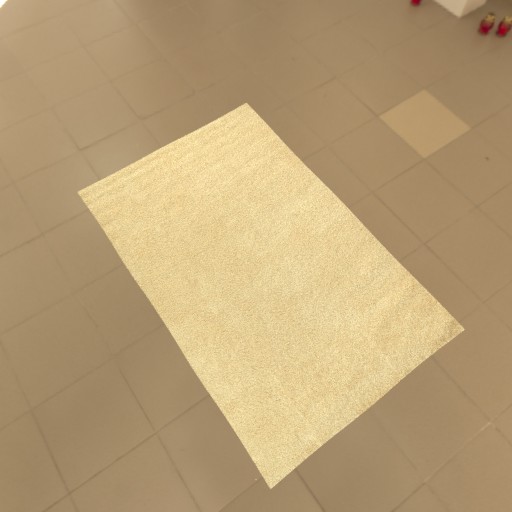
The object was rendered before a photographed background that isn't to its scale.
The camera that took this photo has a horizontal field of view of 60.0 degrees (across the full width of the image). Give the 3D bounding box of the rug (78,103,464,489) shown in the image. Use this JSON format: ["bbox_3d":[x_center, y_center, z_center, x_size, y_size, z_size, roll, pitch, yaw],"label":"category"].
[{"bbox_3d":[0.000,0.000,2.986,1.500,0.025,2.346,-33,68,-15],"label":"rug"}]
